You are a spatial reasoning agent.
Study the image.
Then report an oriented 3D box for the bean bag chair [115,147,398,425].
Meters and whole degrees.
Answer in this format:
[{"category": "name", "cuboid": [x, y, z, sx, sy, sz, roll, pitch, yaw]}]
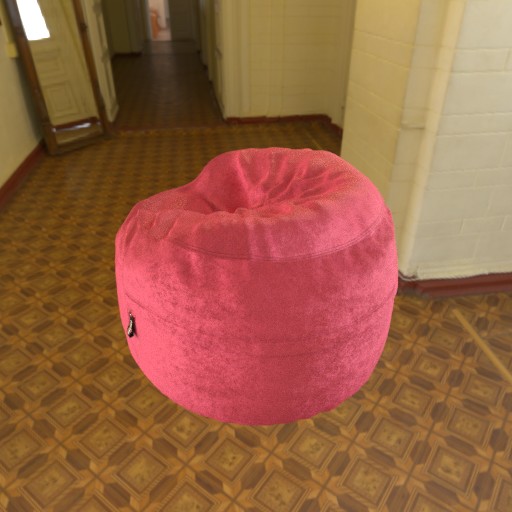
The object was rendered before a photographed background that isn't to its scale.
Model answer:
[{"category": "bean bag chair", "cuboid": [0.000, 0.000, 1.956, 1.218, 0.788, 1.218, 0, 32, 0]}]
